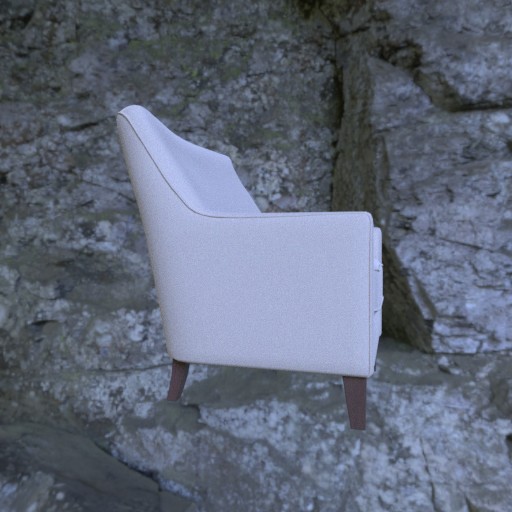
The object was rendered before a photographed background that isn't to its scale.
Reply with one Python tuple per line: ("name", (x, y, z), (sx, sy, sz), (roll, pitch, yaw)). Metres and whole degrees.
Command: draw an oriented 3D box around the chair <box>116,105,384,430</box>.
("chair", (0.000, 0.000, 1.596), (0.879, 0.916, 0.756), (0, 0, 18))
